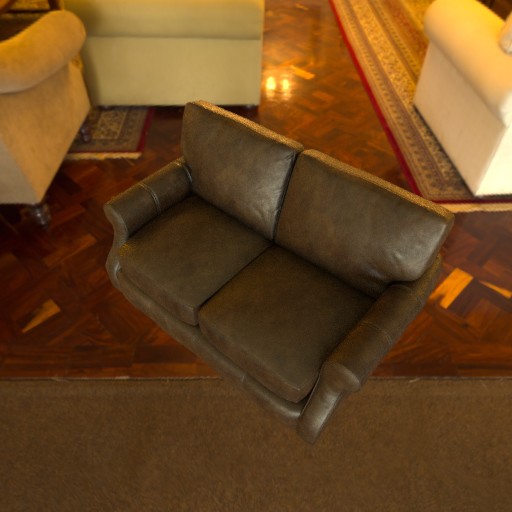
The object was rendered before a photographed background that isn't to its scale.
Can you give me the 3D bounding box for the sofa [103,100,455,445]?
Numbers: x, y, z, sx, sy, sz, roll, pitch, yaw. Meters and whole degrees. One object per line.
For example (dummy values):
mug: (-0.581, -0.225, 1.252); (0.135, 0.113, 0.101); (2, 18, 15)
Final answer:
sofa: (0.000, 0.000, 2.267); (1.616, 0.976, 0.990); (32, 54, 26)
